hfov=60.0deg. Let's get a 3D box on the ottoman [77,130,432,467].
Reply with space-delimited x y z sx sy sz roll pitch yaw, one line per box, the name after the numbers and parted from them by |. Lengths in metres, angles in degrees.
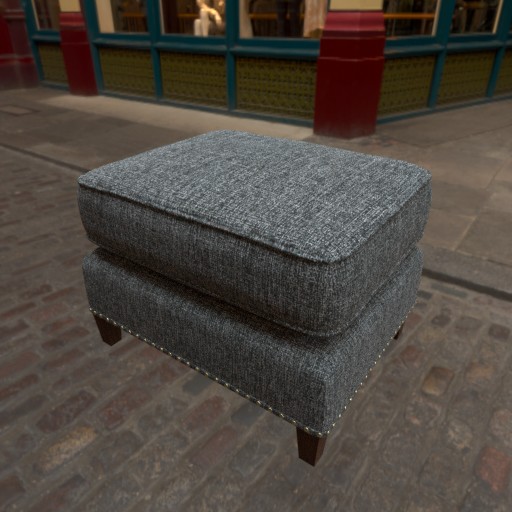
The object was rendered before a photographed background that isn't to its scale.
0.000 0.000 1.166 0.738 0.537 0.589 19 35 30 | ottoman
